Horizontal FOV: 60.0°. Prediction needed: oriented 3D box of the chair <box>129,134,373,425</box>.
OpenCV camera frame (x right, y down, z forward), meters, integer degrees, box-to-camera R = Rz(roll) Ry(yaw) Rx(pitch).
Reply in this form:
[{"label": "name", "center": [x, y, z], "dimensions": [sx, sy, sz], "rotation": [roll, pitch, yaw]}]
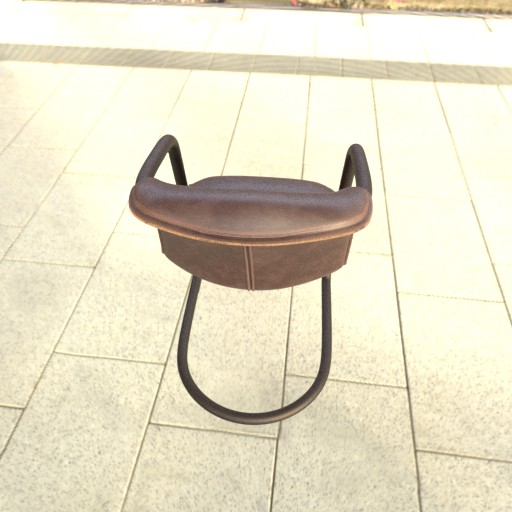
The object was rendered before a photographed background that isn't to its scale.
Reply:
[{"label": "chair", "center": [0.000, 0.000, 1.273], "dimensions": [0.536, 0.836, 0.664], "rotation": [4, 48, 3]}]
